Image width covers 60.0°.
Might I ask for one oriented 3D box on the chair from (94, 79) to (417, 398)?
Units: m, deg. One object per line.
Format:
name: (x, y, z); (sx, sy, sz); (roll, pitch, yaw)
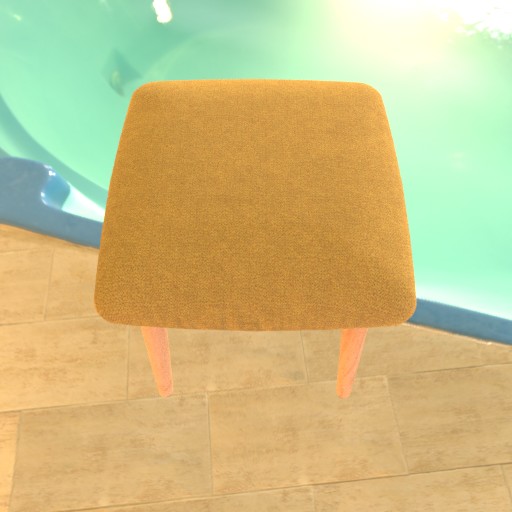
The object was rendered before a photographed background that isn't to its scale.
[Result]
chair: (0.000, 0.000, 0.684); (0.350, 0.440, 0.350); (0, 62, 0)
